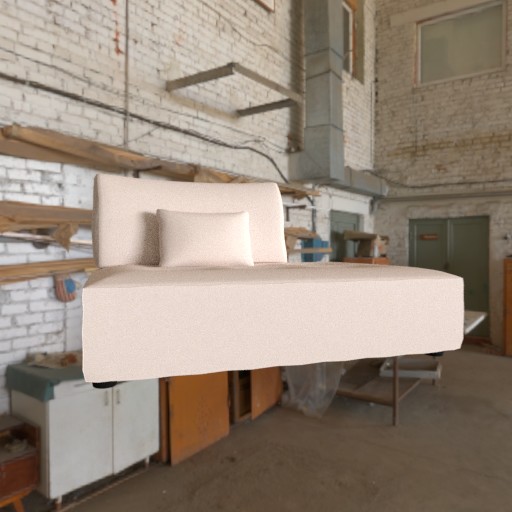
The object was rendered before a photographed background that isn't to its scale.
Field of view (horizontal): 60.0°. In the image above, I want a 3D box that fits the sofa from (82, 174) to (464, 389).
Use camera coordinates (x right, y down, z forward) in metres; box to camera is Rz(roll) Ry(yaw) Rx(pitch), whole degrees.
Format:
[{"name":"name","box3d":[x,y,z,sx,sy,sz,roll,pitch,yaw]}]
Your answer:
[{"name":"sofa","box3d":[0.000,0.000,2.037,1.450,0.820,1.000,0,1,-19]}]
